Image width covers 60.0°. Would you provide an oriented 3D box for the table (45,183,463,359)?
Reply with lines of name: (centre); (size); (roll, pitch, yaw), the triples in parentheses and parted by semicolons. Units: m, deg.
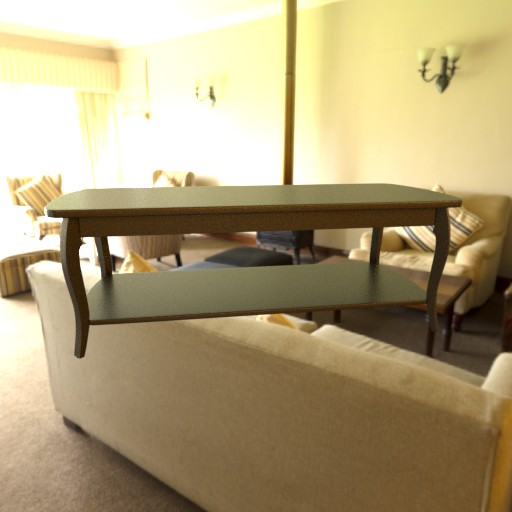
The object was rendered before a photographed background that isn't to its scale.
table: (0.000, 0.000, 1.625); (1.333, 0.457, 0.571); (-2, 15, -9)
